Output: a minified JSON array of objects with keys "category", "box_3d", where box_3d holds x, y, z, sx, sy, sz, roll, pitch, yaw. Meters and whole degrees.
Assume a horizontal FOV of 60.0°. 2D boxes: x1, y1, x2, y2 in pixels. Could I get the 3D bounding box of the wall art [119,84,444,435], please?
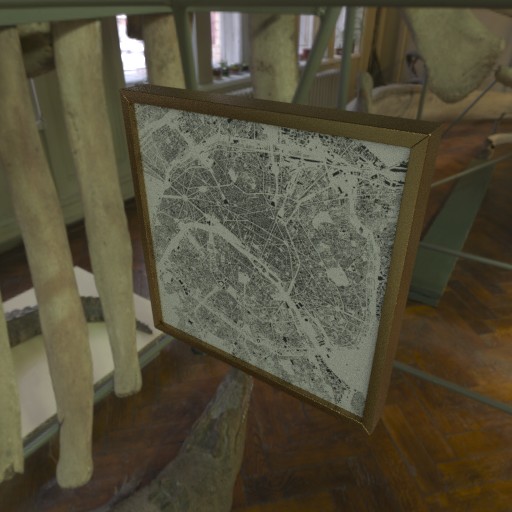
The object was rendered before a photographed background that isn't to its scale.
[{"category":"wall art","box_3d":[0.000,0.000,0.458,0.305,0.305,0.037,19,35,29]}]
